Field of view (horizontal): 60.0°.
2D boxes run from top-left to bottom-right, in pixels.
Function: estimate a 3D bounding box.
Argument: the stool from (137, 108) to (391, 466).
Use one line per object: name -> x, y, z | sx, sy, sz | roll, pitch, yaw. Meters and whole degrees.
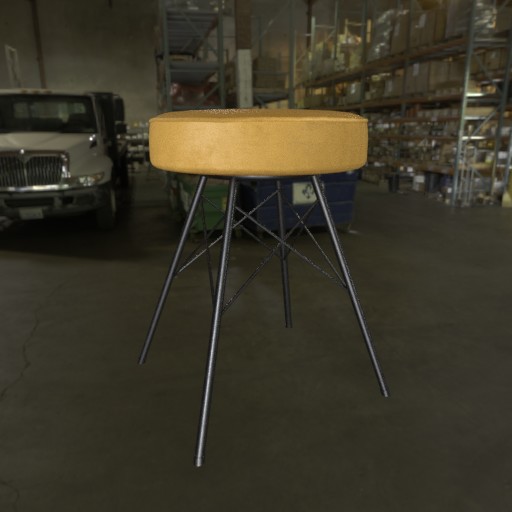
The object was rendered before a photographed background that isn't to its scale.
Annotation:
stool -> 0.000, 0.000, 0.960 | 0.472, 0.595, 0.438 | -8, 17, -25
